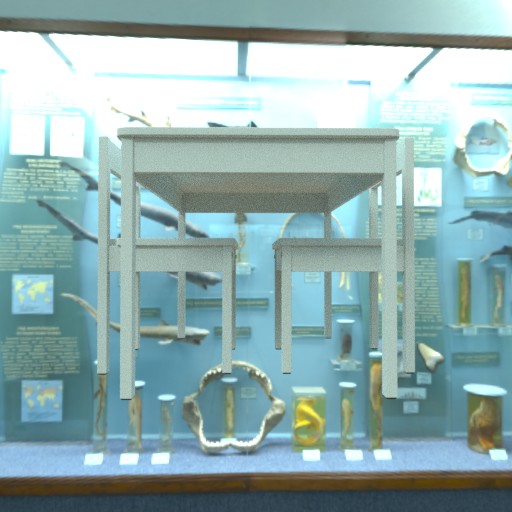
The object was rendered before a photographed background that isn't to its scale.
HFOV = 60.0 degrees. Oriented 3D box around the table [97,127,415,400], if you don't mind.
[{"bbox_3d":[0.000,0.000,1.079,0.672,0.503,0.650,0,-1,-1],"label":"table"}]
